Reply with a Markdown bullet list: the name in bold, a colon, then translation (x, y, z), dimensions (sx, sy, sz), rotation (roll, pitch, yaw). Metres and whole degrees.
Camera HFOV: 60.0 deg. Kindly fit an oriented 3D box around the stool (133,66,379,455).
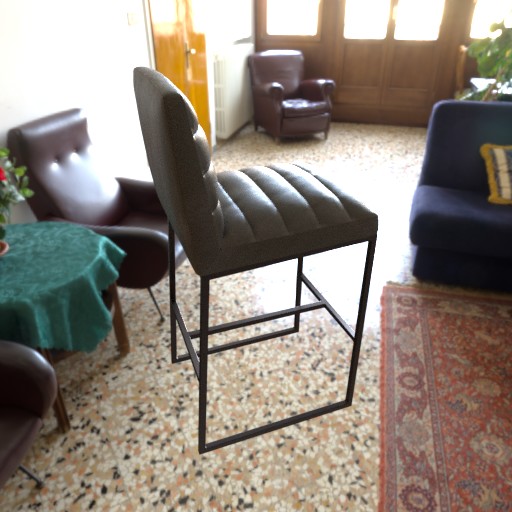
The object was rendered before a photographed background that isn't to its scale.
- **stool**: translation (0.000, 0.000, 1.354), dimensions (0.562, 1.065, 0.463), rotation (-11, 32, -18)
